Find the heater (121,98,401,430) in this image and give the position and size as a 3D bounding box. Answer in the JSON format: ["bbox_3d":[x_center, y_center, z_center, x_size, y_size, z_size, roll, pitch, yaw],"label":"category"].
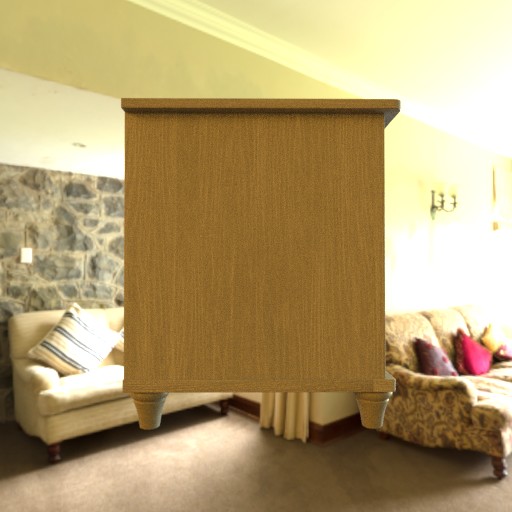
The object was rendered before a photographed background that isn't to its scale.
[{"bbox_3d":[0.000,0.000,0.762,0.400,0.481,0.362,0,-1,0],"label":"heater"}]
